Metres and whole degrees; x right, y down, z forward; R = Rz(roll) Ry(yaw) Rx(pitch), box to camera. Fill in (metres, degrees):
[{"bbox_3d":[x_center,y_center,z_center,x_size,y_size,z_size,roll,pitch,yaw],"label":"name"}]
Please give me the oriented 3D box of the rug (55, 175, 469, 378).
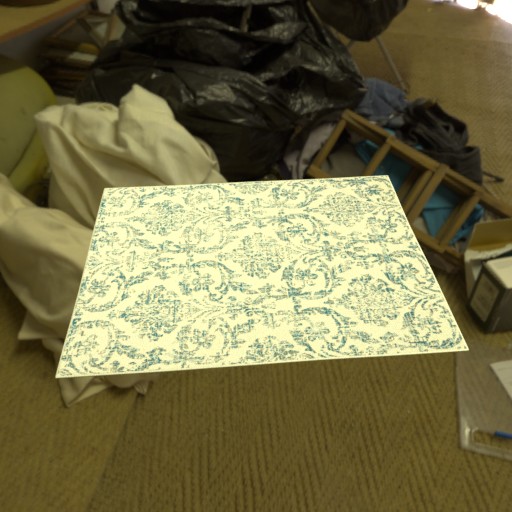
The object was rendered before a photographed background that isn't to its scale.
[{"bbox_3d":[0.000,0.000,2.885,2.197,0.014,1.586,-3,47,-3],"label":"rug"}]
